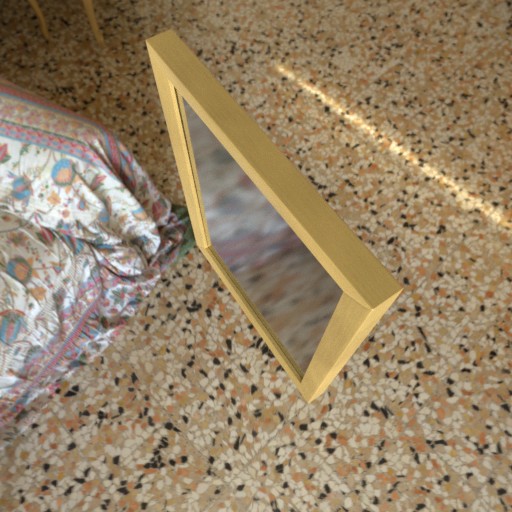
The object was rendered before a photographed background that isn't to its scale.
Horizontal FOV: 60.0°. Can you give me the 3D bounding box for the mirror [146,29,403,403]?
[{"bbox_3d":[0.000,0.000,0.676,0.041,0.508,0.405,-31,67,-15],"label":"mirror"}]
